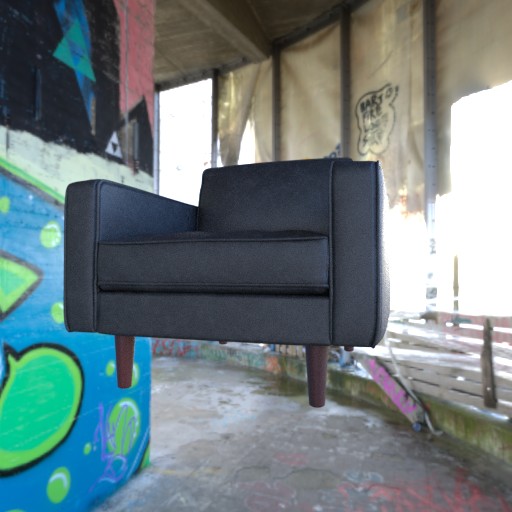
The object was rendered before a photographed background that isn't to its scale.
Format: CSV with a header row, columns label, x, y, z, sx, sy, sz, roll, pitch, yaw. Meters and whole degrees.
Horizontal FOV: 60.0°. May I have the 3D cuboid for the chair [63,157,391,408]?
label,x,y,z,sx,sy,sz,roll,pitch,yaw
chair,0.000,0.000,1.538,0.889,0.763,0.914,0,-1,18
